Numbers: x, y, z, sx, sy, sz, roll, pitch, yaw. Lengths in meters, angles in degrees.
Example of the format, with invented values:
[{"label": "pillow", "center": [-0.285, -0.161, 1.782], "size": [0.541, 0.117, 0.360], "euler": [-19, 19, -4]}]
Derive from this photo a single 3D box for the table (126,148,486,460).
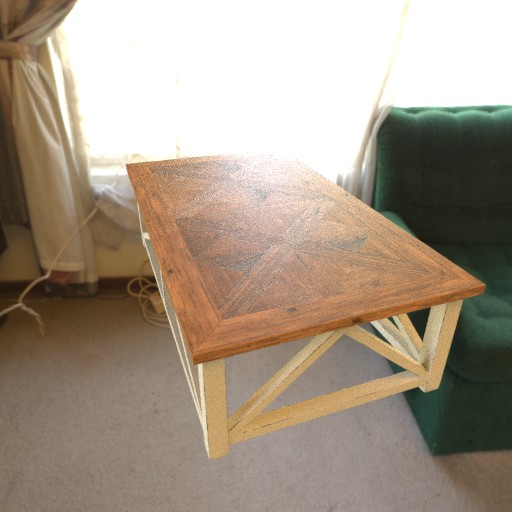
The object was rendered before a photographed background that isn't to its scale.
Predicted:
[{"label": "table", "center": [0.000, 0.000, 1.738], "size": [0.800, 0.410, 1.400], "euler": [-10, 31, -17]}]
